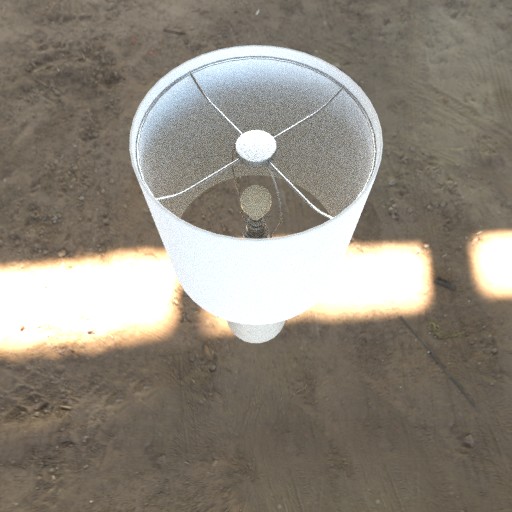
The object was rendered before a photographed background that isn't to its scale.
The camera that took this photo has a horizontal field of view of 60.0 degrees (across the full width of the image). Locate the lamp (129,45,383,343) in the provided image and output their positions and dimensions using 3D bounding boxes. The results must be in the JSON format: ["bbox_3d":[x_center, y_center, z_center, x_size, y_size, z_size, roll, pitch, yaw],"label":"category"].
[{"bbox_3d":[0.000,0.000,0.569,0.207,0.461,0.207,-35,68,-16],"label":"lamp"}]
